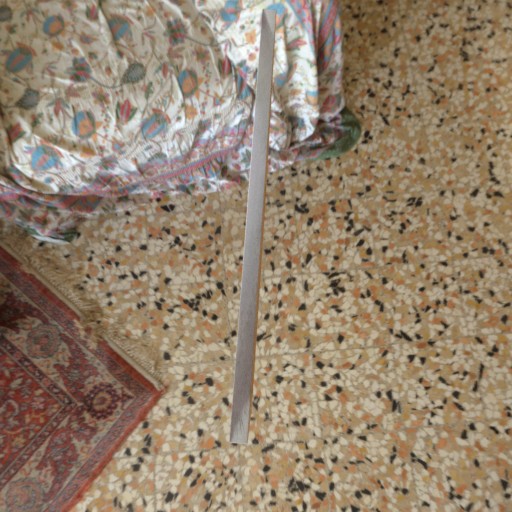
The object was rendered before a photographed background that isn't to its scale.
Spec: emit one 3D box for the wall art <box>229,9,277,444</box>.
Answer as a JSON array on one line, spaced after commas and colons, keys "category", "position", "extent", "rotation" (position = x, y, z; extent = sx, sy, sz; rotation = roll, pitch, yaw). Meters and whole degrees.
[{"category": "wall art", "position": [0.000, 0.000, 1.105], "extent": [0.027, 0.762, 0.762], "rotation": [4, 75, 1]}]
